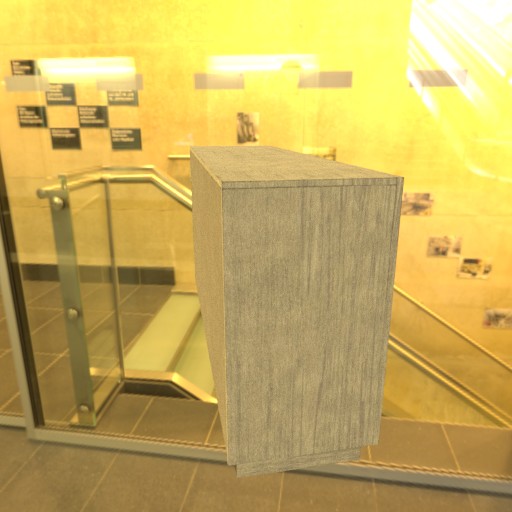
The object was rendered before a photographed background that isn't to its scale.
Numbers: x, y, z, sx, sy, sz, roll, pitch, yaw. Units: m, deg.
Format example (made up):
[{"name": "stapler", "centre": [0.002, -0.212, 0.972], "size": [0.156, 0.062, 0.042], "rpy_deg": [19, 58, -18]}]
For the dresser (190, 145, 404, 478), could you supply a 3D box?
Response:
[{"name": "dresser", "centre": [0.000, 0.000, 2.011], "size": [0.483, 0.889, 1.628], "rpy_deg": [-3, 17, -10]}]
